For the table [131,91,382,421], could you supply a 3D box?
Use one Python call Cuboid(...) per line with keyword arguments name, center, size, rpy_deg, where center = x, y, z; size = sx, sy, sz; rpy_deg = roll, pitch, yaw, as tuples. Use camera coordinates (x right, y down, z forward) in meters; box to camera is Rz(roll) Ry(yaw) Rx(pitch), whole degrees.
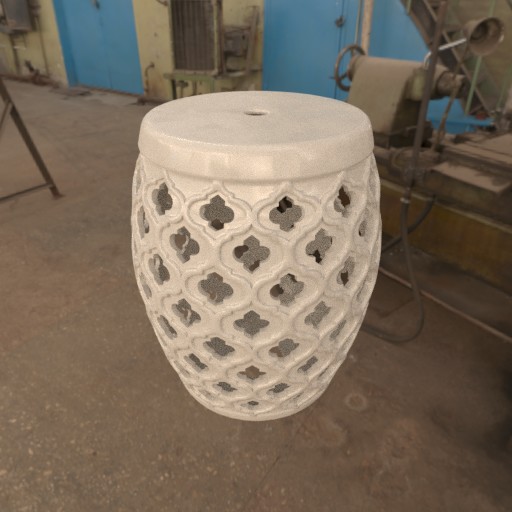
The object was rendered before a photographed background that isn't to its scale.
Cuboid(name="table", center=(0.000, 0.000, 0.611), size=(0.325, 0.388, 0.325), rpy_deg=(0, 31, 0))
